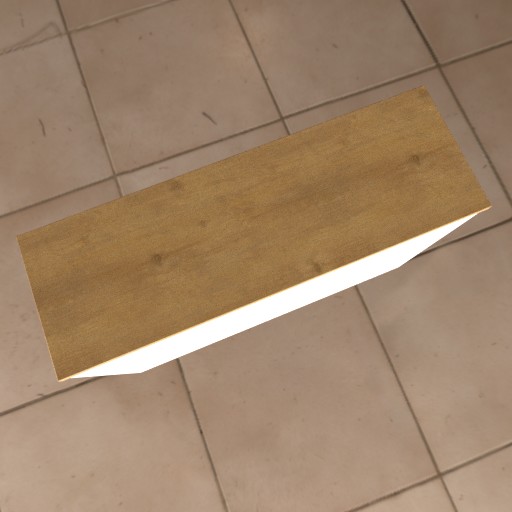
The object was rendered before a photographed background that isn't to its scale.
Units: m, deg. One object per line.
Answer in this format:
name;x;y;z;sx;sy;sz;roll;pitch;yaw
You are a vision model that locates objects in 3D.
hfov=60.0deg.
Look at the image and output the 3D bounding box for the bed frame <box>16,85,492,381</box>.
bed frame;0.000;0.000;1.683;1.300;0.850;0.430;-22;77;-5
